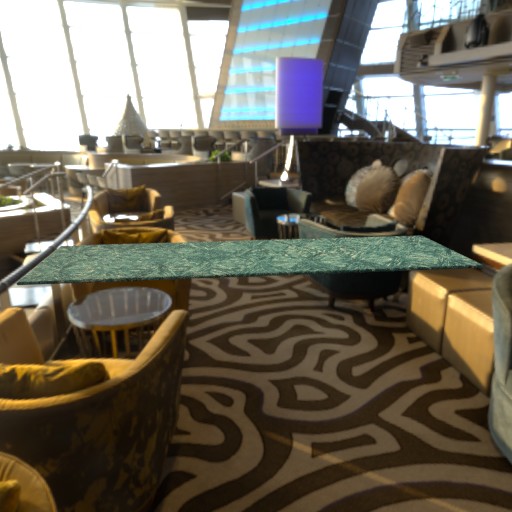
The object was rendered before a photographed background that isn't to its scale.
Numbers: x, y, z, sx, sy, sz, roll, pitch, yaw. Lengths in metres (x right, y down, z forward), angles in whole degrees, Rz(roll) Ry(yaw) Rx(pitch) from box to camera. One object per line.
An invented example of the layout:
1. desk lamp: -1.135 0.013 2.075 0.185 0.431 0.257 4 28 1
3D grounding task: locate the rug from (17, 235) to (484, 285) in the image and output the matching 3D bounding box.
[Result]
1. rug: 0.000 0.000 2.475 2.286 0.016 0.676 -2 16 -7
